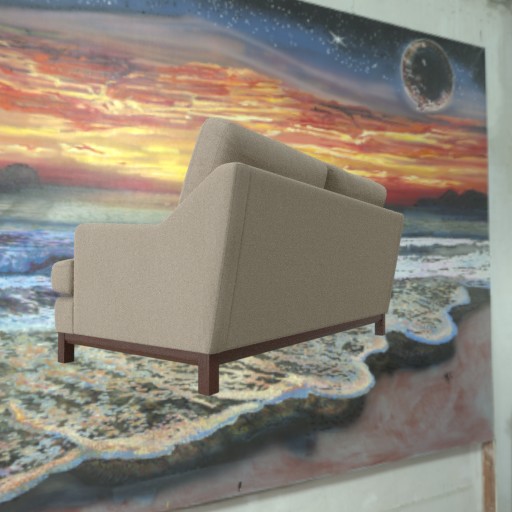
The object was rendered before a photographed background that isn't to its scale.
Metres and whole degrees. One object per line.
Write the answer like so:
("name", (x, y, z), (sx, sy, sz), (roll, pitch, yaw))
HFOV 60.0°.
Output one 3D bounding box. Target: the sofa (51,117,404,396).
("sofa", (0.000, 0.000, 2.226), (1.004, 0.910, 1.619), (-1, -2, 36))
